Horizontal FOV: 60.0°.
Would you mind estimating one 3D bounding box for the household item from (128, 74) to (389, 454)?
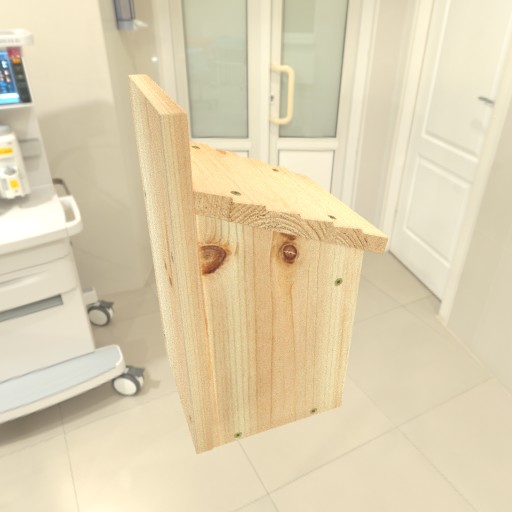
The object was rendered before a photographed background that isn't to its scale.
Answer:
[{"bbox_3d":[0.000,0.000,0.407,0.171,0.300,0.149,-11,33,-18],"label":"household item"}]
